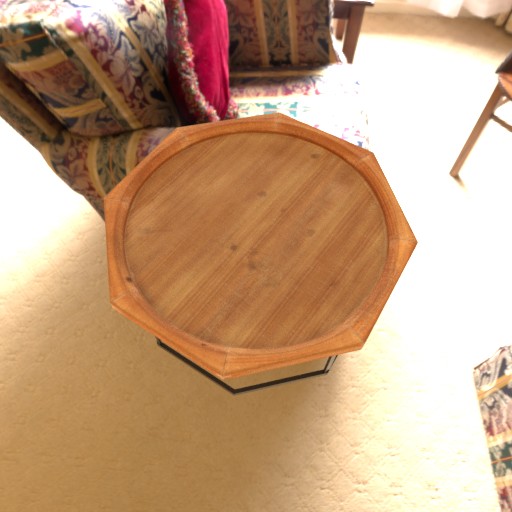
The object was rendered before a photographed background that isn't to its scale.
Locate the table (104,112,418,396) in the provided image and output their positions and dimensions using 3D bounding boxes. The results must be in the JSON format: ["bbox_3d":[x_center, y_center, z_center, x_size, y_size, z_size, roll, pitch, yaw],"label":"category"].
[{"bbox_3d":[0.000,0.000,1.579,1.002,0.444,1.002,0,58,0],"label":"table"}]
